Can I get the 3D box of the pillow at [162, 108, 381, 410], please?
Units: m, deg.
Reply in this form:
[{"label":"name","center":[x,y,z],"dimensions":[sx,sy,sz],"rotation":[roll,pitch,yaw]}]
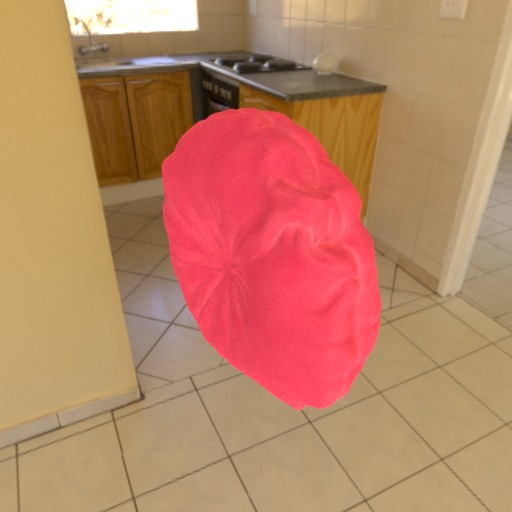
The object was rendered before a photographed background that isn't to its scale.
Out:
[{"label":"pillow","center":[0.000,0.000,0.642],"dimensions":[0.148,0.407,0.428],"rotation":[-21,37,-30]}]
